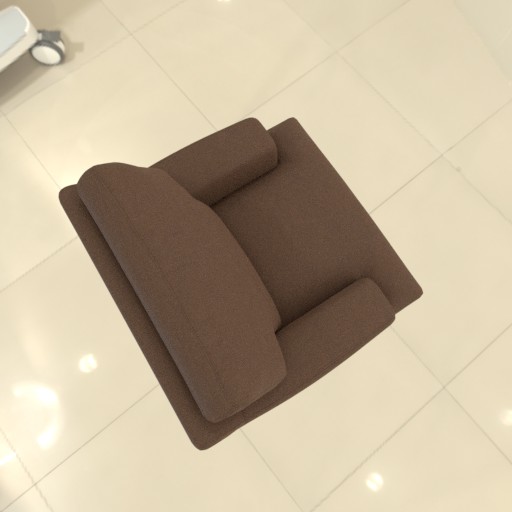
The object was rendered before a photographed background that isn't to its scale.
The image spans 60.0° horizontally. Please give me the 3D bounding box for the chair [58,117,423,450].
[{"bbox_3d":[0.000,0.000,1.969,1.143,0.940,1.168,-31,77,-8],"label":"chair"}]
